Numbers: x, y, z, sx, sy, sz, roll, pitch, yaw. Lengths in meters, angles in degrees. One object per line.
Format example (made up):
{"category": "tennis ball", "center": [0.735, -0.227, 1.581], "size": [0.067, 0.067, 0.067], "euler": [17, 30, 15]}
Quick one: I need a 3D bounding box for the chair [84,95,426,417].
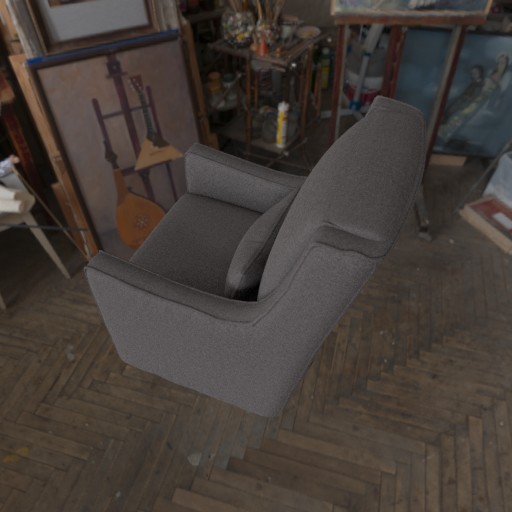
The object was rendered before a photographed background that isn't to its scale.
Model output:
{"category": "chair", "center": [0.000, 0.000, 1.532], "size": [0.879, 0.993, 0.732], "euler": [16, 49, 15]}
